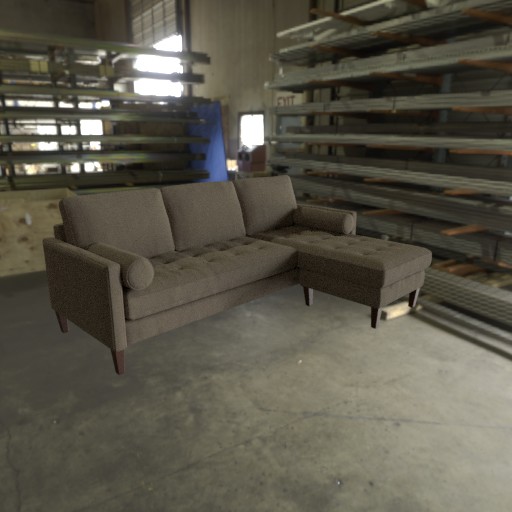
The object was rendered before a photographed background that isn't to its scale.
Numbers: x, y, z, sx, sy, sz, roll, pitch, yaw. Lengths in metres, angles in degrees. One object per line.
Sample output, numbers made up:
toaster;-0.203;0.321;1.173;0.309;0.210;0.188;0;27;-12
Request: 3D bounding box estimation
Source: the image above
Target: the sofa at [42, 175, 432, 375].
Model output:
sofa;0.000;0.000;2.942;2.178;0.875;1.506;-15;21;-43
